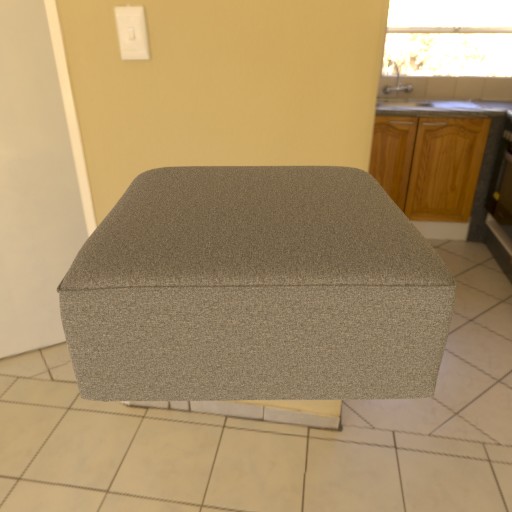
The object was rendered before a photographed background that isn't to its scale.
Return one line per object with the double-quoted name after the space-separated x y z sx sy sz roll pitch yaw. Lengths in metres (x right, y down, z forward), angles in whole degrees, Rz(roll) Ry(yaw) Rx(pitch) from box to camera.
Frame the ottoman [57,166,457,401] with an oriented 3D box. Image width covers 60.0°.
0.000 0.000 1.601 1.015 0.464 1.005 0 27 -1 "ottoman"
